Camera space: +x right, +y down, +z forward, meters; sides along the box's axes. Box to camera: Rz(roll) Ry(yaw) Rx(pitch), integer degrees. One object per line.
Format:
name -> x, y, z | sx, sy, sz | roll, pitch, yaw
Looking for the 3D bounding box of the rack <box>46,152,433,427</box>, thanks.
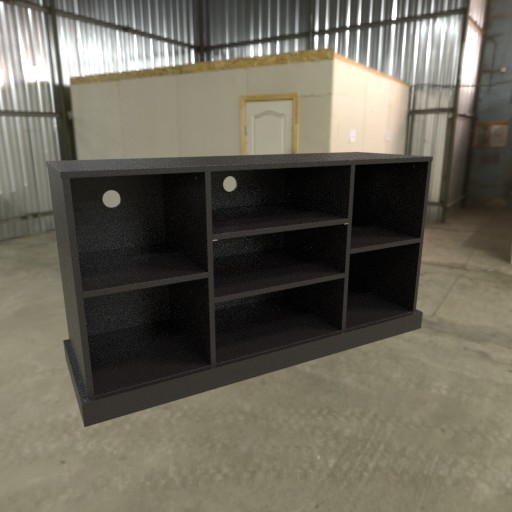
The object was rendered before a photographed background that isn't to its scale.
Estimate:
rack -> 0.000, 0.000, 1.479 | 1.206, 0.635, 0.399 | -9, 18, -28
